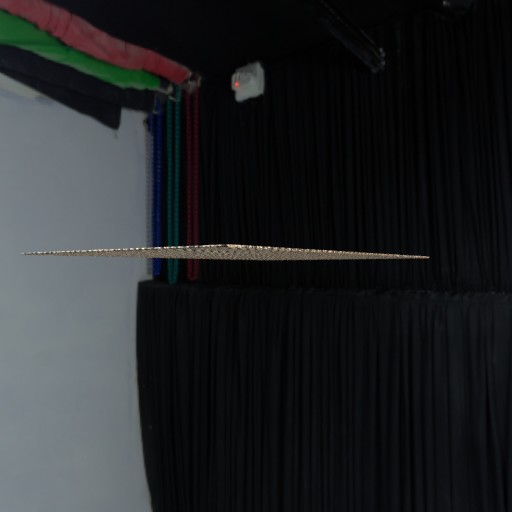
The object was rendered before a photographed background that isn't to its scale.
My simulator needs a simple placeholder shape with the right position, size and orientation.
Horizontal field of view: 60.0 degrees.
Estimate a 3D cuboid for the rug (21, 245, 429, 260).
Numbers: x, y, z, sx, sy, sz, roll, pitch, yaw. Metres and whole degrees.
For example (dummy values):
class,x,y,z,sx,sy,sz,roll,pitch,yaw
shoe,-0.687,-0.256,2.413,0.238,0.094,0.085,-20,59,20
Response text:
class,x,y,z,sx,sy,sz,roll,pitch,yaw
rug,0.000,0.000,2.289,1.219,0.008,1.828,-1,-2,38
